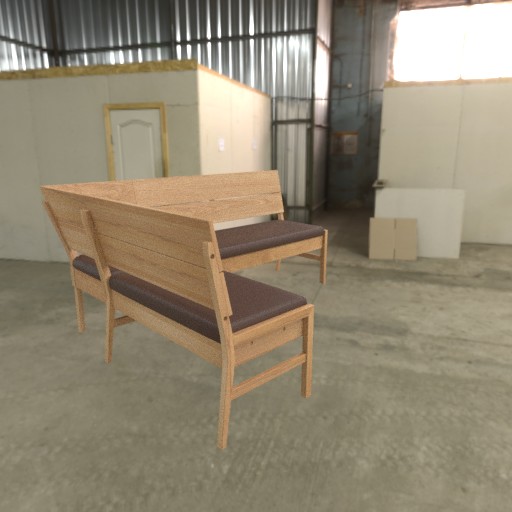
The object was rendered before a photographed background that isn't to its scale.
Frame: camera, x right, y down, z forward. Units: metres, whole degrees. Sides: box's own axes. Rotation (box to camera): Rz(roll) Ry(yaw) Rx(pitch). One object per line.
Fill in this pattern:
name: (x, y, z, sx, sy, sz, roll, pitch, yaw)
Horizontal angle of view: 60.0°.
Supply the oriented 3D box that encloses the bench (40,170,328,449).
bench: (0.000, 0.000, 2.747, 1.975, 0.890, 1.549, -14, 20, -43)
